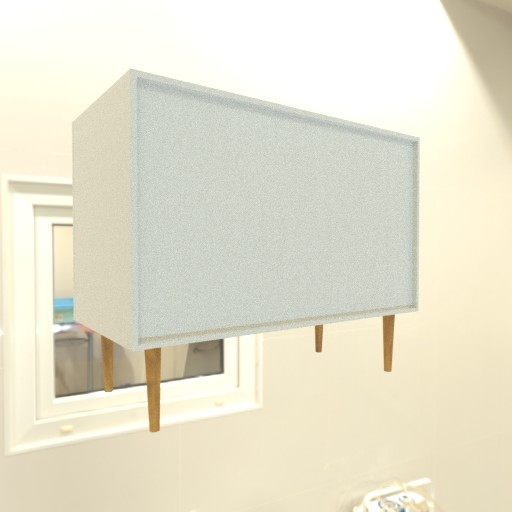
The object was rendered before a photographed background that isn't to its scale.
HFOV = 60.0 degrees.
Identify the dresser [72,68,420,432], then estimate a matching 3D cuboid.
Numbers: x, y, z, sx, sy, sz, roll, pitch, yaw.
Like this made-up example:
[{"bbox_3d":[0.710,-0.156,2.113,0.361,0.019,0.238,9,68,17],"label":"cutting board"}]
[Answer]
[{"bbox_3d":[0.000,0.000,1.285,0.905,0.721,0.457,-1,1,-36],"label":"dresser"}]
